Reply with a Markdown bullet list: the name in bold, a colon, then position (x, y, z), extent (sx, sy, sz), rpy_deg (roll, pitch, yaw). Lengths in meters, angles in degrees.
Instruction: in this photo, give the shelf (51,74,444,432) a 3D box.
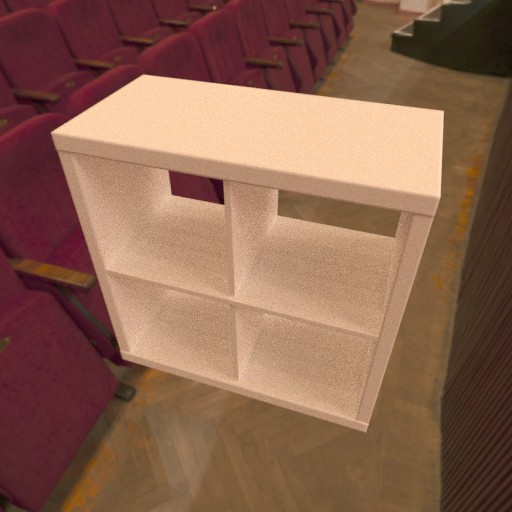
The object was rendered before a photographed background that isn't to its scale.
- **shelf**: position (0.000, 0.000, 1.240), extent (0.790, 0.786, 0.390), rpy_deg (12, 42, 14)
